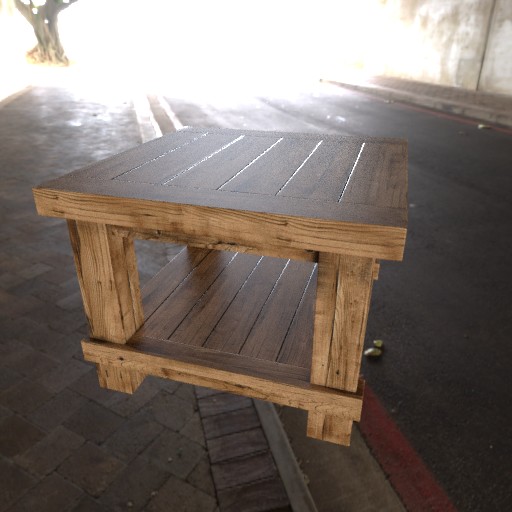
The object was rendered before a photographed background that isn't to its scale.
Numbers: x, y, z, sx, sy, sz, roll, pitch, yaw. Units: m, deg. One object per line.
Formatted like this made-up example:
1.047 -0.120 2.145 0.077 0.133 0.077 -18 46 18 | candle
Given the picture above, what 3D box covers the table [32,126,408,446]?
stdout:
0.000 0.000 1.034 0.610 0.457 0.610 8 27 15 | table
